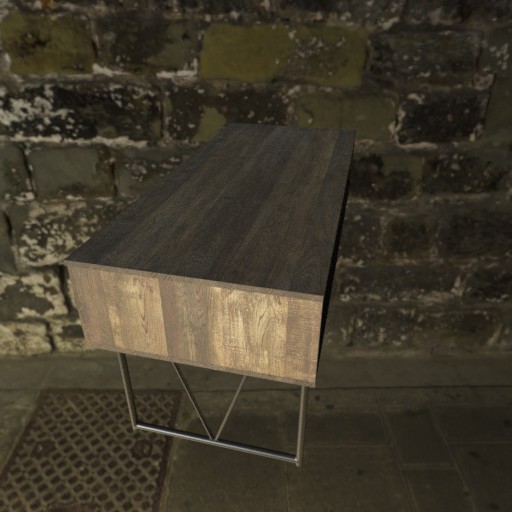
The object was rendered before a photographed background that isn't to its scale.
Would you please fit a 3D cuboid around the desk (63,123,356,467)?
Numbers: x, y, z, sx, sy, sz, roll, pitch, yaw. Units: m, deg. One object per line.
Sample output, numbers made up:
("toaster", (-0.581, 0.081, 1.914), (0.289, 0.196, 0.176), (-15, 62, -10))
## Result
("desk", (0.000, 0.000, 2.008), (0.730, 0.780, 1.600), (7, 31, 12))
